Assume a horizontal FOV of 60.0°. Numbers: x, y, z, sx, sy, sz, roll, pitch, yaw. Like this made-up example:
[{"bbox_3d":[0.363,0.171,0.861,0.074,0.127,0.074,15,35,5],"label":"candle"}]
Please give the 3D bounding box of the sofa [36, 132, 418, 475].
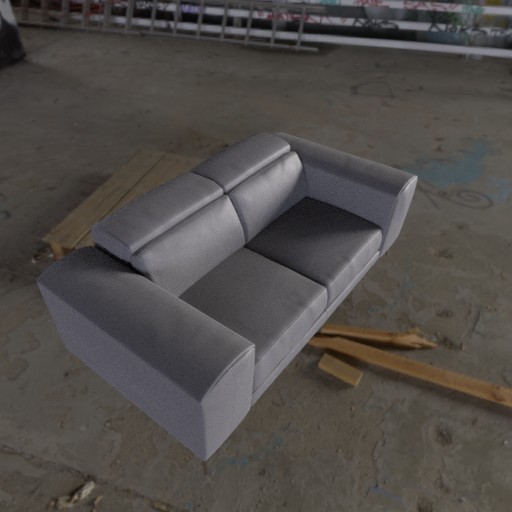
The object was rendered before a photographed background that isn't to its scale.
[{"bbox_3d":[0.000,0.000,2.405,1.003,0.779,1.895,26,47,28],"label":"sofa"}]
